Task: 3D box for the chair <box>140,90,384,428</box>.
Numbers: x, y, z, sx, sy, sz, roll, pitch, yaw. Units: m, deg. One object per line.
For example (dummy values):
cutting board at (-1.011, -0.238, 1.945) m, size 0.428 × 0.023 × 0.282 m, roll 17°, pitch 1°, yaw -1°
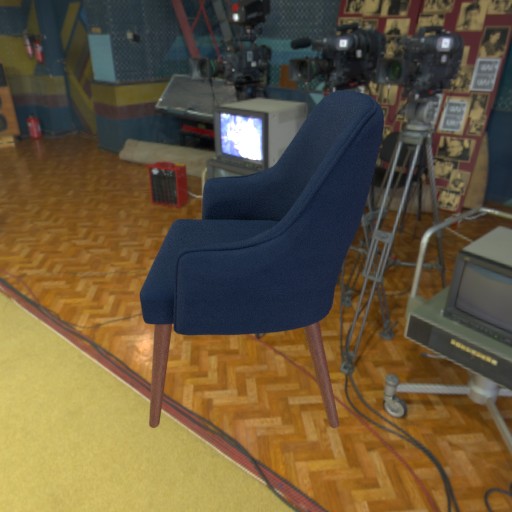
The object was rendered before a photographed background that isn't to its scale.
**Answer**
chair at (0.000, 0.000, 1.236) m, size 0.591 × 0.844 × 0.559 m, roll 0°, pitch 27°, yaw 1°
